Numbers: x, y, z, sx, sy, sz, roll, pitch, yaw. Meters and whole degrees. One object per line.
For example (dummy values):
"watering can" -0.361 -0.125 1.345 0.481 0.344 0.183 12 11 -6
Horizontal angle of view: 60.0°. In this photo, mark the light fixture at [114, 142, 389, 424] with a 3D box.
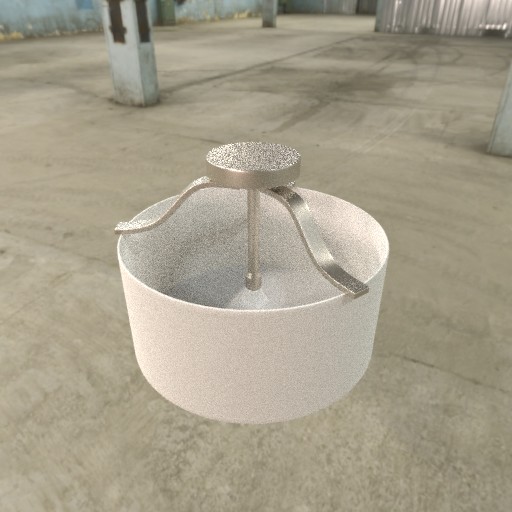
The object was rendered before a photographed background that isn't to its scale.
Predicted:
"light fixture" 0.000 0.000 0.658 0.395 0.304 0.395 0 30 0
